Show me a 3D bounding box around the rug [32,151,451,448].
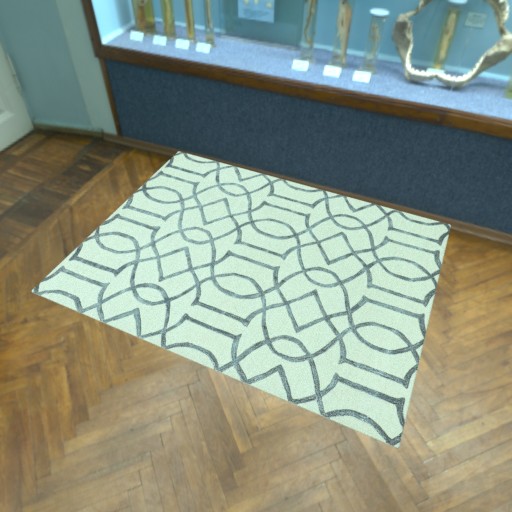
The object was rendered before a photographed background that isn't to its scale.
[{"bbox_3d":[0.000,0.000,3.783,2.910,0.021,2.211,18,49,17],"label":"rug"}]
